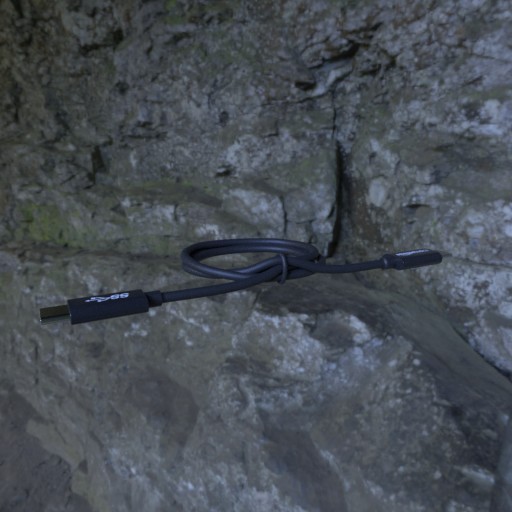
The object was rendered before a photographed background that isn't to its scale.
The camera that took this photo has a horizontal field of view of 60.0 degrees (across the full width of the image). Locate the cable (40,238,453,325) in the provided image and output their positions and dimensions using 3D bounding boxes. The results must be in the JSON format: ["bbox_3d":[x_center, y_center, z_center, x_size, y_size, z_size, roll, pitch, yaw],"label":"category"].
[{"bbox_3d":[0.000,0.000,0.209,0.186,0.014,0.070,-7,16,-26],"label":"cable"}]
